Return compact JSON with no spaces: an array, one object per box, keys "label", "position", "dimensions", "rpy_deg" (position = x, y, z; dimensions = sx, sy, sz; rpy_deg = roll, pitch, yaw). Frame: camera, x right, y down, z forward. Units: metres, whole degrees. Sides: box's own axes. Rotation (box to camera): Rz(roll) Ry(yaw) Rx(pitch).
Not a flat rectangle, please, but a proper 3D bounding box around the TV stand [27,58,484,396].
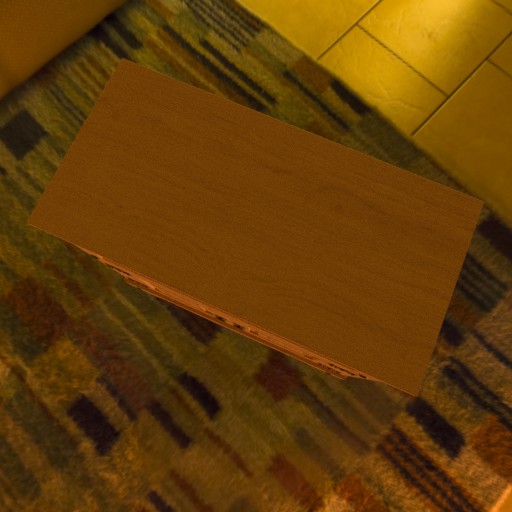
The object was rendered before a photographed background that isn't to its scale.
[{"label":"TV stand","position":[0.000,0.000,1.302],"dimensions":[0.851,0.787,0.430],"rpy_deg":[23,78,5]}]
